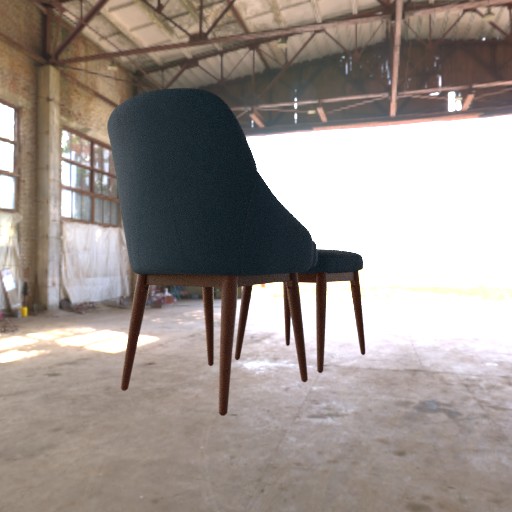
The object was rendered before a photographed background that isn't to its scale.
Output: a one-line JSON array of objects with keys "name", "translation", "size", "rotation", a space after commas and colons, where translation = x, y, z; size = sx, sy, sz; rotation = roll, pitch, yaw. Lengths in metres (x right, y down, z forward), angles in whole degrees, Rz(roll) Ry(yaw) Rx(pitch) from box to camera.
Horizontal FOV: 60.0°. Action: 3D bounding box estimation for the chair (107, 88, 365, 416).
[{"name": "chair", "translation": [0.000, 0.000, 1.653], "size": [0.584, 0.866, 1.114], "rotation": [-1, -2, 35]}]
